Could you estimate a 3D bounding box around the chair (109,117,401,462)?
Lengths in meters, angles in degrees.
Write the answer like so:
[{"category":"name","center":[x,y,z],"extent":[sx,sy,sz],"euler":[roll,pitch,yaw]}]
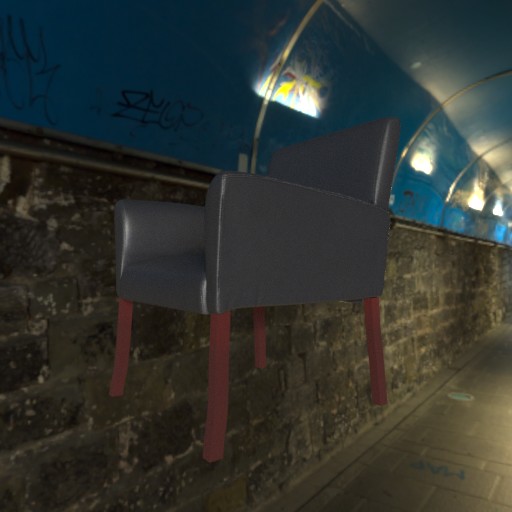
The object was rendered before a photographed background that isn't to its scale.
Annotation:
[{"category":"chair","center":[0.000,0.000,1.507],"extent":[0.772,0.951,0.683],"euler":[0,-1,-38]}]
